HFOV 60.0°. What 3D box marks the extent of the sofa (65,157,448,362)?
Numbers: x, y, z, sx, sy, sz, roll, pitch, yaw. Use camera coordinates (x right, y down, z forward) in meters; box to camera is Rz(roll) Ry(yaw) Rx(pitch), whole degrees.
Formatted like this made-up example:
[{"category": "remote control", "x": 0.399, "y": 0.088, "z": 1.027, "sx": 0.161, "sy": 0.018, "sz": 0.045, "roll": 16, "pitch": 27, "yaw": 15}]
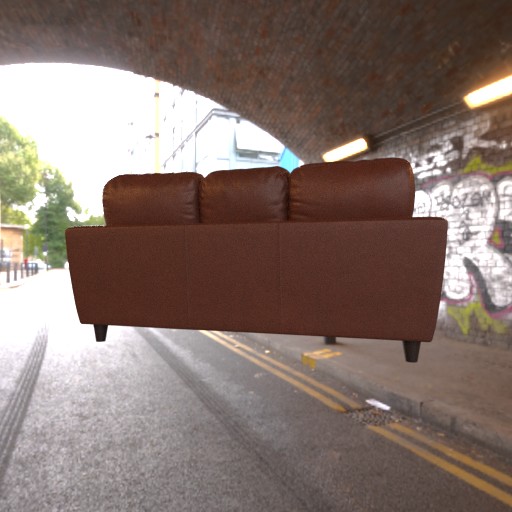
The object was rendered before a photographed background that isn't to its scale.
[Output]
[{"category": "sofa", "x": 0.000, "y": 0.000, "z": 2.407, "sx": 1.862, "sy": 0.915, "sz": 0.802, "roll": 0, "pitch": 0, "yaw": 17}]
